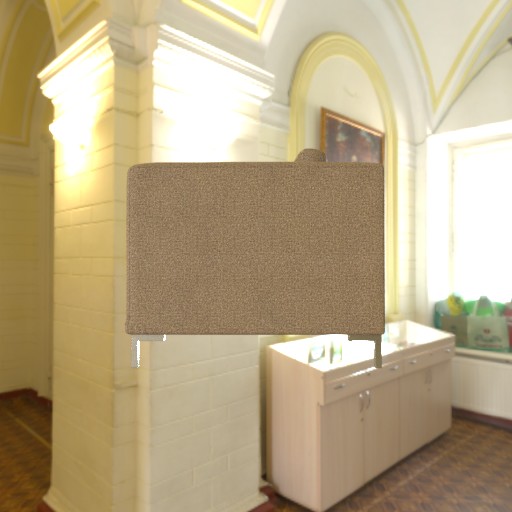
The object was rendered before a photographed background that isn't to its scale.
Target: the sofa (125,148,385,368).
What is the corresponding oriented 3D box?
[{"bbox_3d":[0.000,0.000,2.831,0.969,0.867,2.415,0,-1,0],"label":"sofa"}]
